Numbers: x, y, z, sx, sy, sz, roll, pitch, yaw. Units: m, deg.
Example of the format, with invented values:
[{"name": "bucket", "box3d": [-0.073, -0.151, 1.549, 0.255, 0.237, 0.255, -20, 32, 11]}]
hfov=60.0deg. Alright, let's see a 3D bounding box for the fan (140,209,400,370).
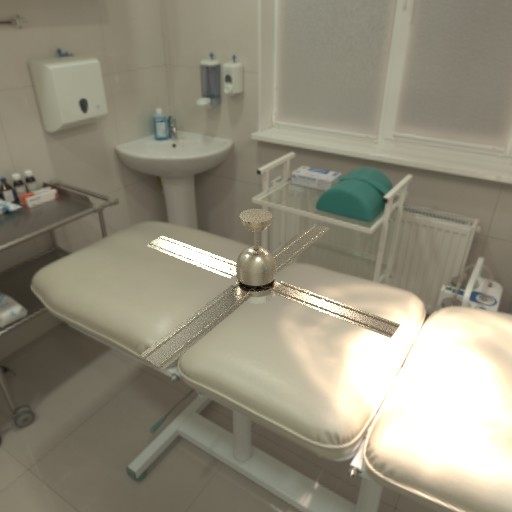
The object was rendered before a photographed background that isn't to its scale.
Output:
[{"name": "fan", "box3d": [0.000, 0.000, 2.022, 1.346, 0.406, 1.346, 18, 35, 28]}]
